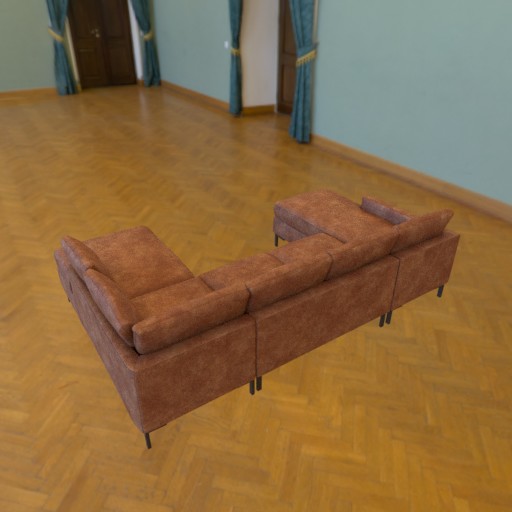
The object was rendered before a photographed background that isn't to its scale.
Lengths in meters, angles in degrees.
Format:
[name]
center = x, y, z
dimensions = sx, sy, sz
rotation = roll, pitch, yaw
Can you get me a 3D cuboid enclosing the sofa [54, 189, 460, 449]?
[sofa]
center = 0.000, 0.000, 3.874
dimensions = 2.956, 0.900, 1.939
rotation = -19, 35, -29
